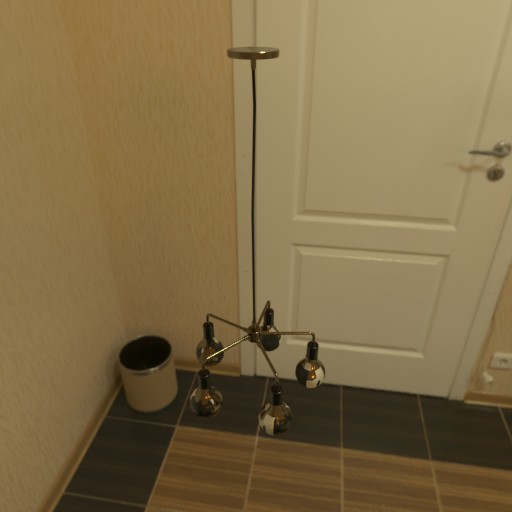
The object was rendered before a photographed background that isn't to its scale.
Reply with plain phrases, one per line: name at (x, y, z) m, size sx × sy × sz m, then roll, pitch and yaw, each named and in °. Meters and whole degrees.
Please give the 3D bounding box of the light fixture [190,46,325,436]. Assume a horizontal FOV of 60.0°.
light fixture at (0.000, 0.000, 1.168) m, size 0.438 × 0.988 × 0.421 m, roll -11°, pitch 32°, yaw -17°
